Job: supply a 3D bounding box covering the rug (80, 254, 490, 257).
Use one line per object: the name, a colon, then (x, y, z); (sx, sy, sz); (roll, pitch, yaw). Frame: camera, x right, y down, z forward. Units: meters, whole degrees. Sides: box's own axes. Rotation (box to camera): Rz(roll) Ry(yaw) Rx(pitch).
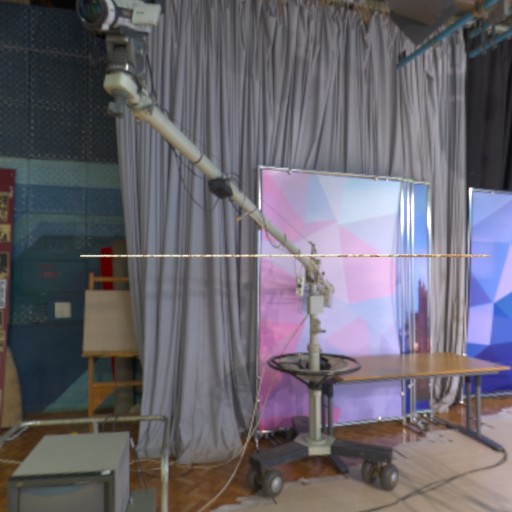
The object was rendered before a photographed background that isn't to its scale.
rug: (0.000, 0.000, 2.677); (2.435, 0.011, 0.750); (0, 0, 35)
